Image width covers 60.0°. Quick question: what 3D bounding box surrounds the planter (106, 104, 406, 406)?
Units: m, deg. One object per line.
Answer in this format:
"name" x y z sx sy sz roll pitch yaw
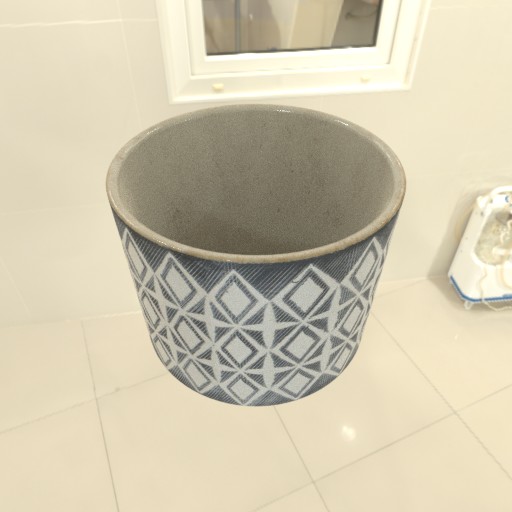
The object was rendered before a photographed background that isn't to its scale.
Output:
"planter" 0.000 0.000 0.347 0.192 0.165 0.192 0 42 0
